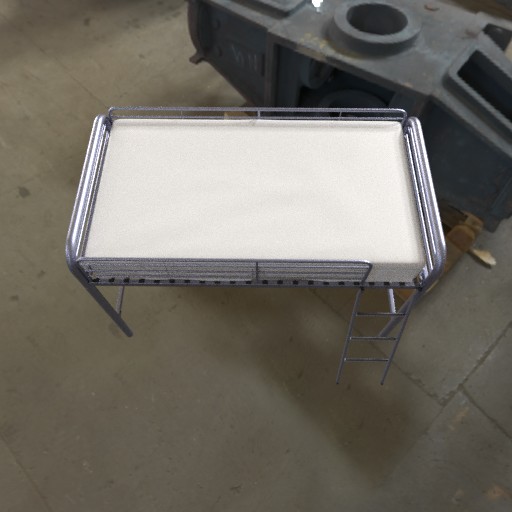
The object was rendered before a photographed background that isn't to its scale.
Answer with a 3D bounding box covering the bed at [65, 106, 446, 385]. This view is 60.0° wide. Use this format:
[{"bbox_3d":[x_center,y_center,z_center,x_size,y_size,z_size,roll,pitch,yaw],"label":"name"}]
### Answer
[{"bbox_3d":[0.000,0.000,2.957,1.965,1.288,1.415,1,63,0],"label":"bed"}]
